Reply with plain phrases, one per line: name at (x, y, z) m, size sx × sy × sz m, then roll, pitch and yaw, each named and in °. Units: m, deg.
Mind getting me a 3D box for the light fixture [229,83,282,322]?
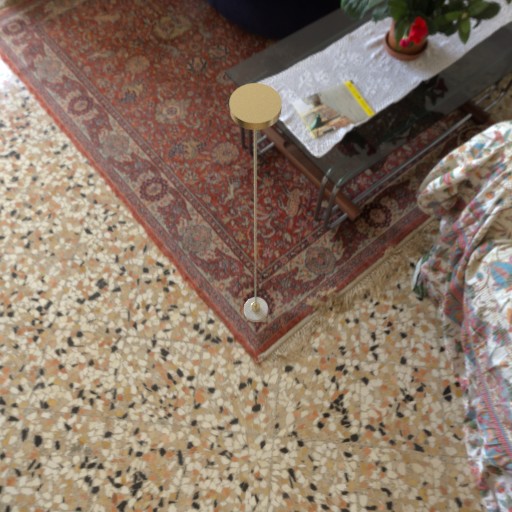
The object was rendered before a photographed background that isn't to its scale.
light fixture at (0.000, 0.000, 1.771) m, size 0.129 × 1.669 × 0.129 m, roll 14°, pitch 66°, yaw 6°
